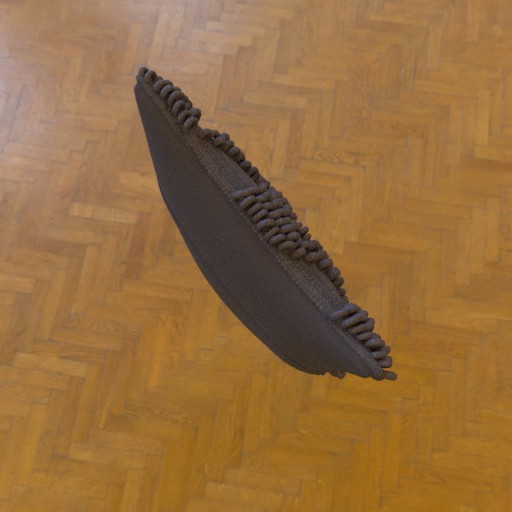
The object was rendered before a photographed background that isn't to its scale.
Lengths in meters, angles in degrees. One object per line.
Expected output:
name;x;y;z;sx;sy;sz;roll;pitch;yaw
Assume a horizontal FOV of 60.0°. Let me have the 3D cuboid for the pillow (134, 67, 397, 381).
pillow;0.000;0.000;0.715;0.172;0.467;0.470;-37;79;-8
